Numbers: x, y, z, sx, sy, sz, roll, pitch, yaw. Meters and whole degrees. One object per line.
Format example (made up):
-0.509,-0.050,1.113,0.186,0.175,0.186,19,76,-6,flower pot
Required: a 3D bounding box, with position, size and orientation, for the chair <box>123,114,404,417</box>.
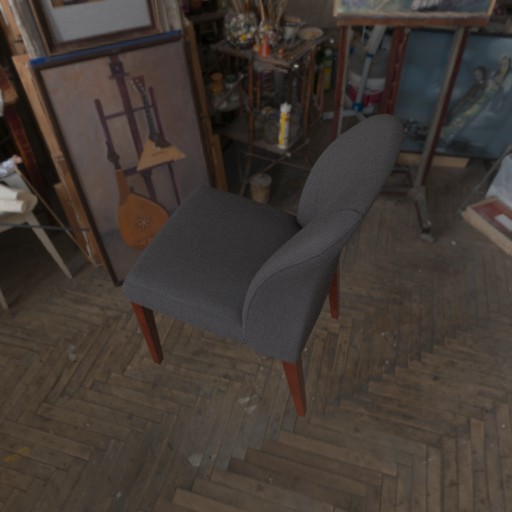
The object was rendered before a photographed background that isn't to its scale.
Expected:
0.000,0.000,1.275,0.619,0.879,0.506,16,49,15,chair
